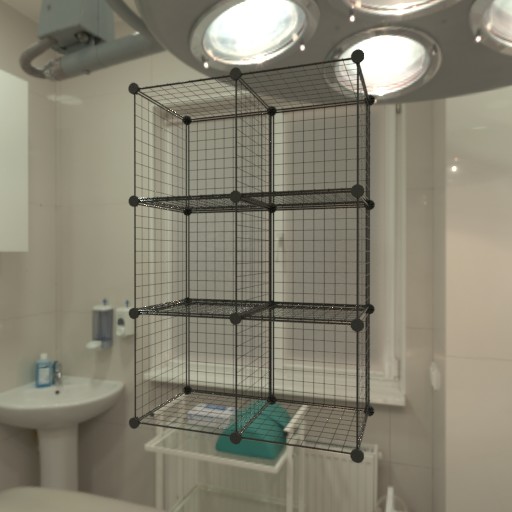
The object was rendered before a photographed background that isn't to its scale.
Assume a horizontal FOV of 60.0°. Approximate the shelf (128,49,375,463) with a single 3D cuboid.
[{"bbox_3d":[0.000,0.000,1.422,0.711,1.067,0.356,0,0,19],"label":"shelf"}]
